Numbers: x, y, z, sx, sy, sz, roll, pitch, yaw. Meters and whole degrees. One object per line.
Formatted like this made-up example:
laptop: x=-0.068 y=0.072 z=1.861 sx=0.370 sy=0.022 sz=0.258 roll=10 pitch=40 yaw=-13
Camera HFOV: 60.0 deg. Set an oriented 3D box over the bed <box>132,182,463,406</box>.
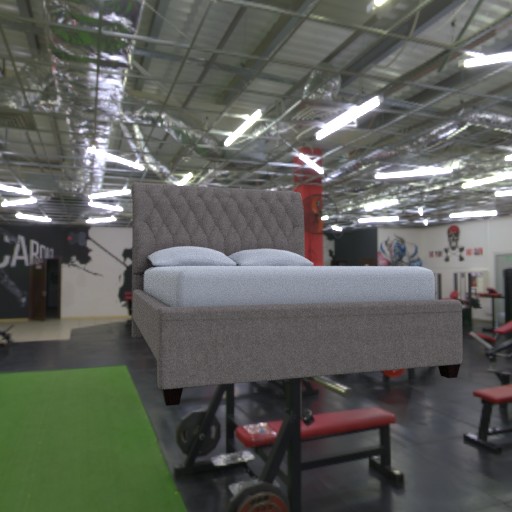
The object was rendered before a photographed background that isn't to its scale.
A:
bed: x=0.000 y=0.000 z=3.237 sx=1.645 sy=1.371 sz=2.252 roll=1 pitch=-2 yaw=-19
